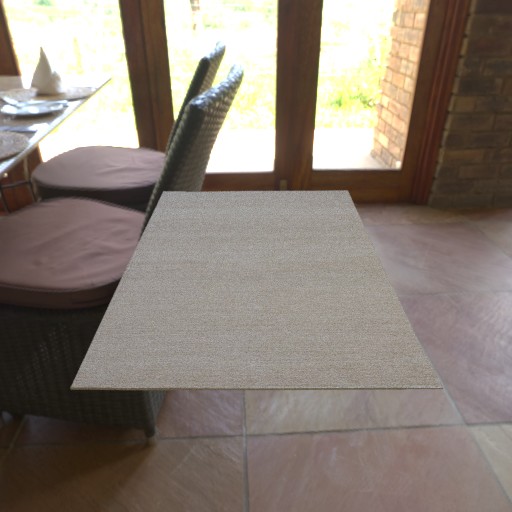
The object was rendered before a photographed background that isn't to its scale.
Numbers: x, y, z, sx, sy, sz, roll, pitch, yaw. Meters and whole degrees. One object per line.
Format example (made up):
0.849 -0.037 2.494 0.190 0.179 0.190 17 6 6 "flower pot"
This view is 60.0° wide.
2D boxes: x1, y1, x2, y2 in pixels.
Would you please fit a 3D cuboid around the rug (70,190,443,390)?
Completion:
0.000 0.000 3.635 2.032 0.038 2.869 0 30 0 "rug"
